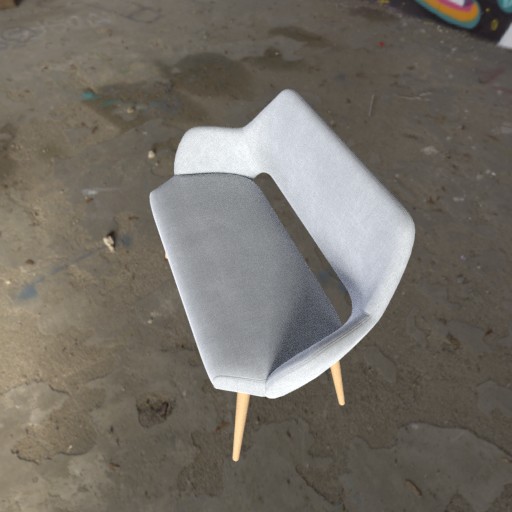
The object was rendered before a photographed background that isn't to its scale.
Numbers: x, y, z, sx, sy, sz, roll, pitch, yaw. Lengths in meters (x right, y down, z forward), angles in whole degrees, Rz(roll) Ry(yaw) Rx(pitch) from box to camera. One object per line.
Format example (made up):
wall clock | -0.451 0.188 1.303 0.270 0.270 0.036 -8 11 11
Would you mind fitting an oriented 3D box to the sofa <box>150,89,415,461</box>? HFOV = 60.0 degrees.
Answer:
sofa | 0.000 0.000 1.625 0.610 0.840 1.150 -16 49 -14
